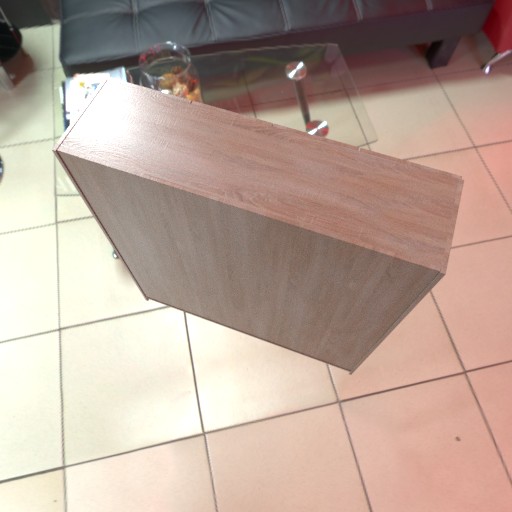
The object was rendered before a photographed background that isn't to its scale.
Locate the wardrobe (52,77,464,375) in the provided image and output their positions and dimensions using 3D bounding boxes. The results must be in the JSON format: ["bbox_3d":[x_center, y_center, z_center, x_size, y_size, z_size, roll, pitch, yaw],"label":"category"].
[{"bbox_3d":[0.000,0.000,3.193,1.998,2.159,0.598,18,65,9],"label":"wardrobe"}]
